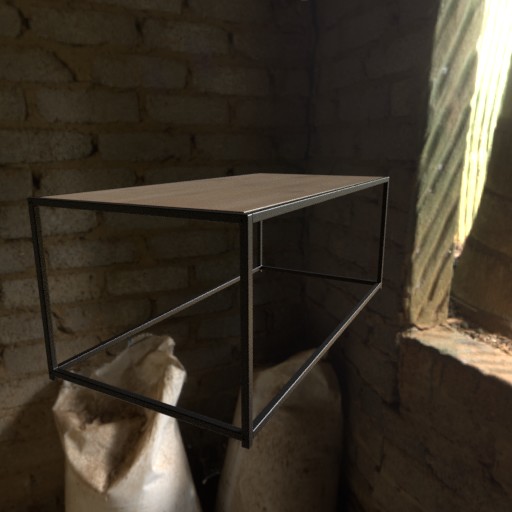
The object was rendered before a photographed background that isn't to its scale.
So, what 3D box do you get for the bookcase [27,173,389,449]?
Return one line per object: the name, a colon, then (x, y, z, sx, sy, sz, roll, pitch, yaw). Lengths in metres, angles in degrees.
bookcase: (0.000, 0.000, 1.242, 0.500, 0.400, 1.000, 7, 15, 27)
